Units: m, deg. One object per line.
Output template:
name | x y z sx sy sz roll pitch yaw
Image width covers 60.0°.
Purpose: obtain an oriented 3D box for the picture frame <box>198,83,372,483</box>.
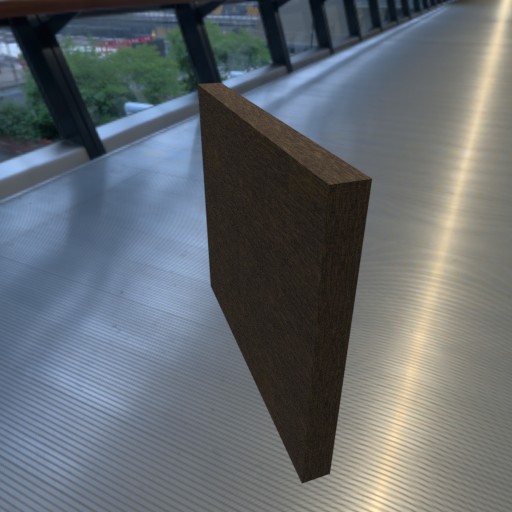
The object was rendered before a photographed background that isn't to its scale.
picture frame | 0.000 0.000 0.532 0.033 0.330 0.378 -10 33 -17
